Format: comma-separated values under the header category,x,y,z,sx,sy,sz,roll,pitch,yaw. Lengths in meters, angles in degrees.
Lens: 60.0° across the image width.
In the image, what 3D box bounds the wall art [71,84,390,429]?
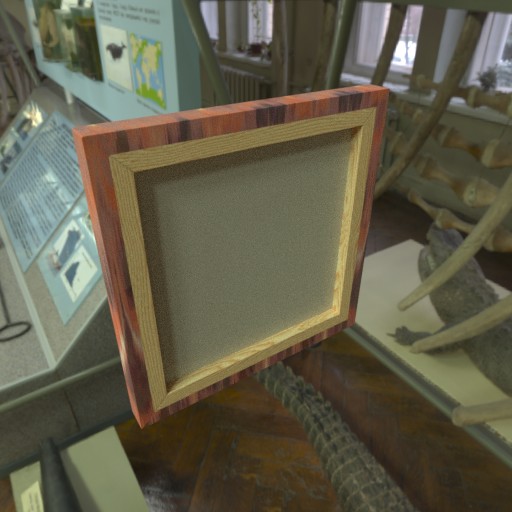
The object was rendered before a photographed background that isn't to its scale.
category,x,y,z,sx,sy,sz,roll,pitch,yaw
wall art,0.000,0.000,0.614,0.403,0.406,0.038,-19,36,-28
